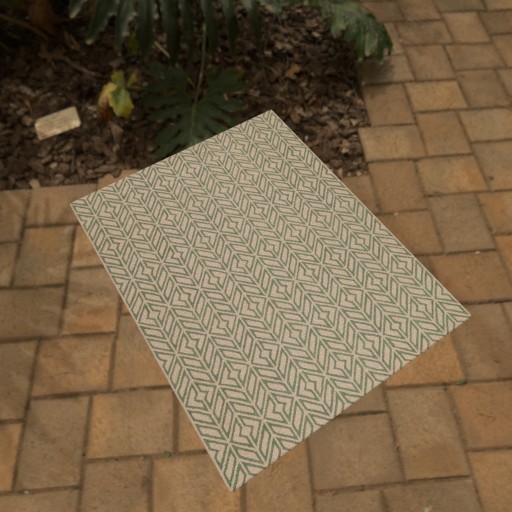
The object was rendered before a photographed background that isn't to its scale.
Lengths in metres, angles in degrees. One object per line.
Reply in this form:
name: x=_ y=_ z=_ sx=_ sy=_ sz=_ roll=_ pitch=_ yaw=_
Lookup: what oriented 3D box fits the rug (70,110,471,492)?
rug: x=0.000 y=0.000 z=4.112 sx=2.441 sy=0.017 sz=3.050 roll=-30 pitch=64 yaw=-16
